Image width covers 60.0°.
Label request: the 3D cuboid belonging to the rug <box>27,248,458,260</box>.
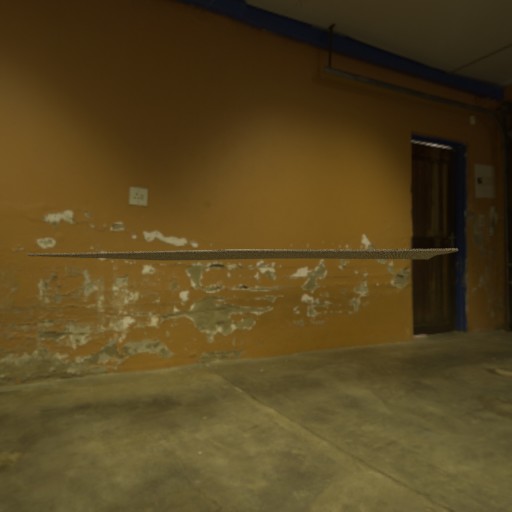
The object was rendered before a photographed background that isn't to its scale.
[{"bbox_3d":[0.000,0.000,3.029,2.342,0.030,1.609,0,-2,18],"label":"rug"}]
